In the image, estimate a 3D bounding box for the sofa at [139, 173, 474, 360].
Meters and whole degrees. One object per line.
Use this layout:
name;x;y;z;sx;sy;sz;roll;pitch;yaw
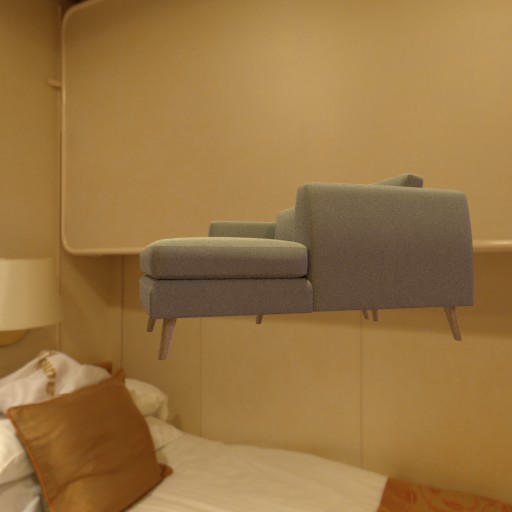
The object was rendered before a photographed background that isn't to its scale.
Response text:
sofa;0.000;0.000;3.043;1.580;0.860;2.300;0;-1;-17
